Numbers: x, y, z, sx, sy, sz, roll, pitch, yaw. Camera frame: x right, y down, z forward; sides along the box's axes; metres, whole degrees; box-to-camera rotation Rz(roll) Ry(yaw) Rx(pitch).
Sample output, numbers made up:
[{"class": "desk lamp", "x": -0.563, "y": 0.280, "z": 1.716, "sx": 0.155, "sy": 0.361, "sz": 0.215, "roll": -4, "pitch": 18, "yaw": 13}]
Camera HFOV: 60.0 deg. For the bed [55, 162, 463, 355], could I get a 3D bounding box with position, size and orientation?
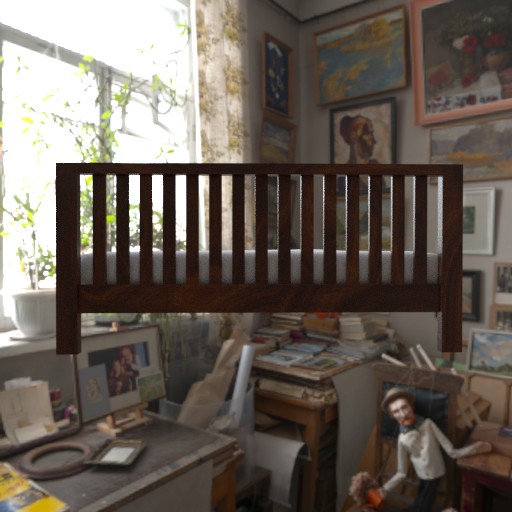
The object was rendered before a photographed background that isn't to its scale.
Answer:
[{"class": "bed", "x": 0.000, "y": 0.000, "z": 3.088, "sx": 1.905, "sy": 0.890, "sz": 2.030, "roll": 0, "pitch": 1, "yaw": -1}]
